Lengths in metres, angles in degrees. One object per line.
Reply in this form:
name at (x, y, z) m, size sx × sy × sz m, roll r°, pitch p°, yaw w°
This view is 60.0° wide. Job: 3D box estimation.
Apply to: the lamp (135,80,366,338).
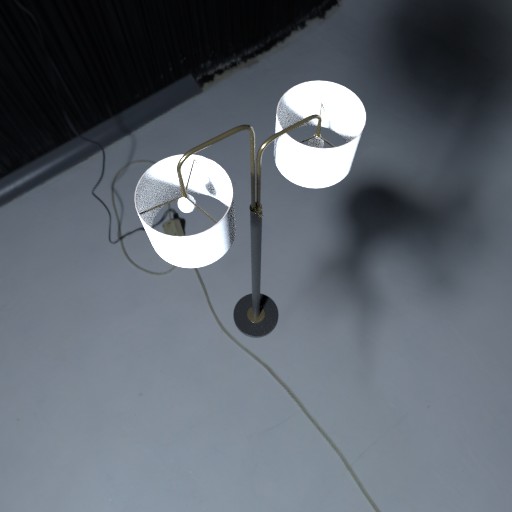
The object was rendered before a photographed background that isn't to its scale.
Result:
lamp at (0.000, 0.000, 1.794) m, size 0.711 × 1.587 × 0.254 m, roll -33°, pitch 69°, yaw -15°
